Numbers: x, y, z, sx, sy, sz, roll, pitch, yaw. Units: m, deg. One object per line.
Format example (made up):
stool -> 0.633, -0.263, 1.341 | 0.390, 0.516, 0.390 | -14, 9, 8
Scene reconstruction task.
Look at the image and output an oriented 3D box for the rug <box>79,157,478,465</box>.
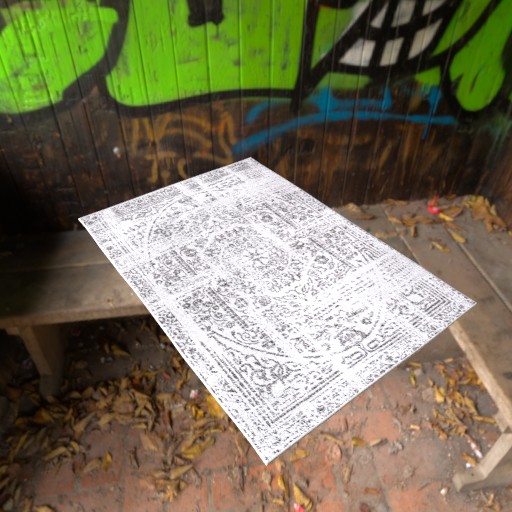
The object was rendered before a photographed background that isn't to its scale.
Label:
rug -> 0.000, 0.000, 3.158 | 1.706, 0.026, 2.438 | -26, 47, -27
